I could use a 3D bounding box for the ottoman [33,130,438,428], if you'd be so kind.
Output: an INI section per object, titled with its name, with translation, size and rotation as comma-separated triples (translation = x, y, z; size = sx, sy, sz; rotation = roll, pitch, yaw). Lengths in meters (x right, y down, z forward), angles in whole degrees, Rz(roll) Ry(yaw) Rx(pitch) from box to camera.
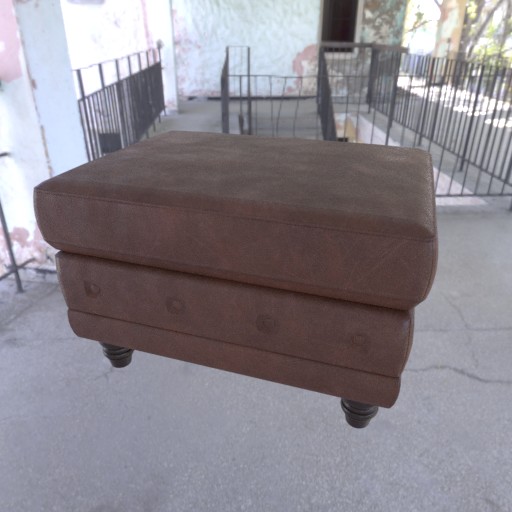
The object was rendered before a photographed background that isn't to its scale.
[ottoman]
translation = 0.000, 0.000, 1.130
size = 0.795, 0.509, 0.588
rotation = 9, 28, 17
